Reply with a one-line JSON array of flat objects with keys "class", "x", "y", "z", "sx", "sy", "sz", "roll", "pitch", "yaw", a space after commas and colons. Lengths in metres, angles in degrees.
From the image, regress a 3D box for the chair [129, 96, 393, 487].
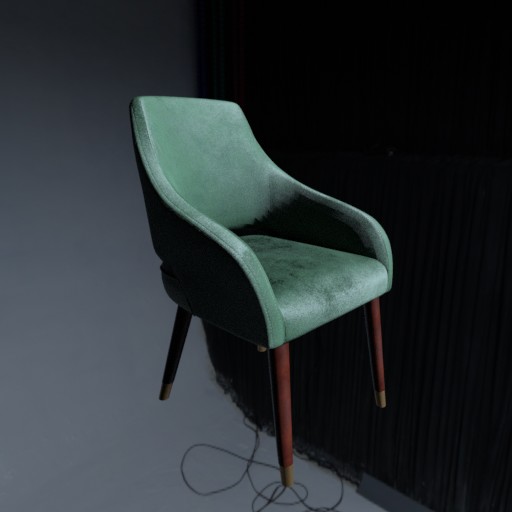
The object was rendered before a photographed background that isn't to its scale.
[{"class": "chair", "x": 0.000, "y": 0.000, "z": 1.545, "sx": 0.794, "sy": 1.081, "sz": 0.683, "roll": 15, "pitch": 21, "yaw": 42}]
